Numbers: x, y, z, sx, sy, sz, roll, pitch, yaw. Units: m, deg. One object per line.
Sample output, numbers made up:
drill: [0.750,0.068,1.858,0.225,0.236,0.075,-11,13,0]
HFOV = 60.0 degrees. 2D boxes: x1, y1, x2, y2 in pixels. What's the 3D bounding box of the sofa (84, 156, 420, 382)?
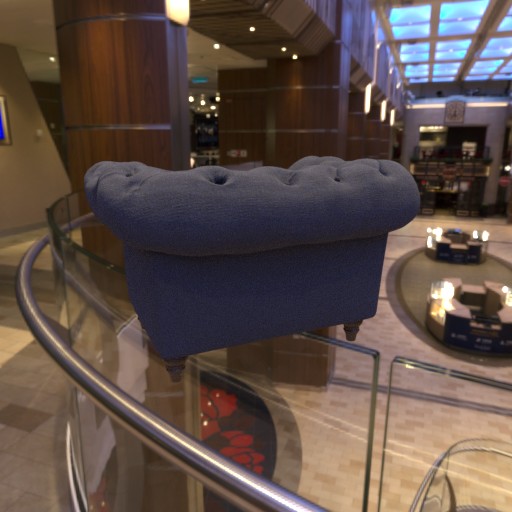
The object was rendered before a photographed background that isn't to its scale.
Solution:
sofa: [0.000,0.000,2.043,1.405,0.878,1.032,-7,16,-25]
